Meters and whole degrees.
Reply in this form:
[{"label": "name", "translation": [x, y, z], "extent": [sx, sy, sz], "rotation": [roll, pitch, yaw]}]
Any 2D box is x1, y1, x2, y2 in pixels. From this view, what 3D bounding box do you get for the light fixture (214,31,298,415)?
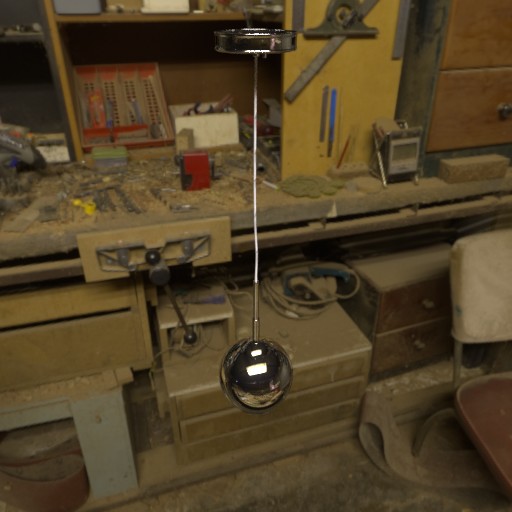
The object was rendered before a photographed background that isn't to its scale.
[{"label": "light fixture", "translation": [0.000, 0.000, 1.700], "extent": [0.336, 1.538, 0.336], "rotation": [-8, 31, -14]}]
